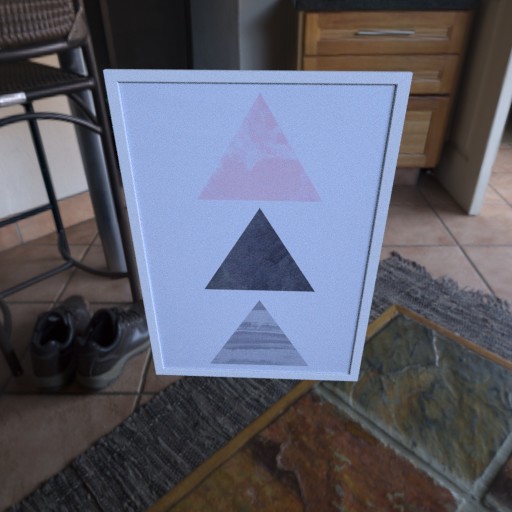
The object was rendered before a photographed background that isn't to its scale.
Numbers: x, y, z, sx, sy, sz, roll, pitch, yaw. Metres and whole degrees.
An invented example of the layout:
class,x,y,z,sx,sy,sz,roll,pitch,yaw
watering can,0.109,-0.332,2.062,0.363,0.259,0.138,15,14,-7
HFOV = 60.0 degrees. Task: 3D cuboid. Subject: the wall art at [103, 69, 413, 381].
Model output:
class,x,y,z,sx,sy,sz,roll,pitch,yaw
wall art,0.000,0.000,1.201,0.659,0.940,0.013,1,33,2
